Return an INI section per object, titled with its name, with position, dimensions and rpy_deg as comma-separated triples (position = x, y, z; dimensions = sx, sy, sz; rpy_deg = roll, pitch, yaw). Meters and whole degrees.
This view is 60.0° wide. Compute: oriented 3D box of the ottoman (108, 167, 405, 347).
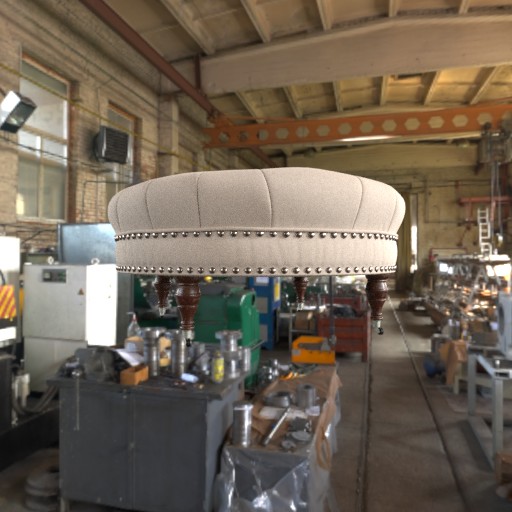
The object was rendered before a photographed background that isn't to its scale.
[ottoman]
position = 0.000, 0.000, 1.404
dimensions = 0.901, 0.439, 0.901
rpy_deg = 0, 0, 0
